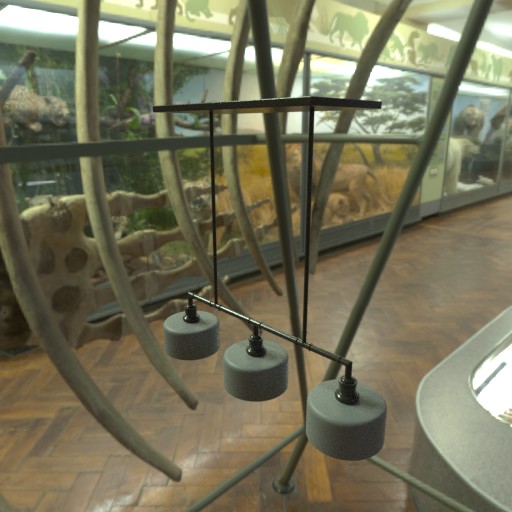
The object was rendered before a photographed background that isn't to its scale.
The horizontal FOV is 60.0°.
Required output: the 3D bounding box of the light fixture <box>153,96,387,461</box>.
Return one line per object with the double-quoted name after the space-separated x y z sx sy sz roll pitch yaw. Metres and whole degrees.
0.000 0.000 0.857 0.177 0.557 0.582 -15 22 -42 "light fixture"
